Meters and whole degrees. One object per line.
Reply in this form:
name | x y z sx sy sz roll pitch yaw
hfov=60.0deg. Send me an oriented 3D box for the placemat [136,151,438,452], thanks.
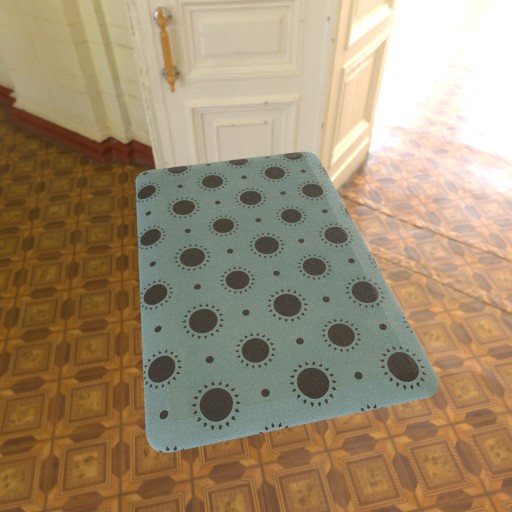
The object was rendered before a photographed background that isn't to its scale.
placemat | 0.000 0.000 0.976 0.508 0.021 0.762 -9 47 -8
